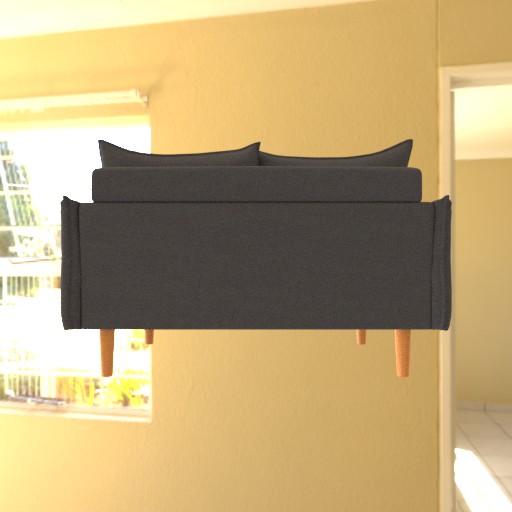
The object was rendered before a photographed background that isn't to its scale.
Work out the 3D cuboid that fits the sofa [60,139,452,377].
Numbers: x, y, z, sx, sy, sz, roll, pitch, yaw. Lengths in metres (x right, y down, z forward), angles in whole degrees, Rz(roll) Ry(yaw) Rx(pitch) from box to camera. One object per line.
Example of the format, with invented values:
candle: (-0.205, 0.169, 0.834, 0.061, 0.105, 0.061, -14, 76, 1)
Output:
sofa: (0.000, 0.000, 1.842, 1.300, 0.840, 0.820, 0, -1, 0)
